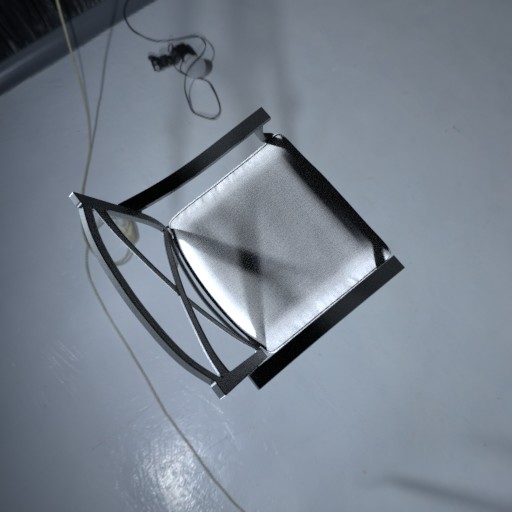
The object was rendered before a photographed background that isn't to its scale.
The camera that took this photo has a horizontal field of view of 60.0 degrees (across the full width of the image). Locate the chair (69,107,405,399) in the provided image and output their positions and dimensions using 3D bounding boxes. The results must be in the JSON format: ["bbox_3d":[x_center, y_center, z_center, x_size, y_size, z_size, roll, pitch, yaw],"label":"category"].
[{"bbox_3d":[0.000,0.000,1.292,0.620,0.889,0.575,-38,80,-8],"label":"chair"}]
